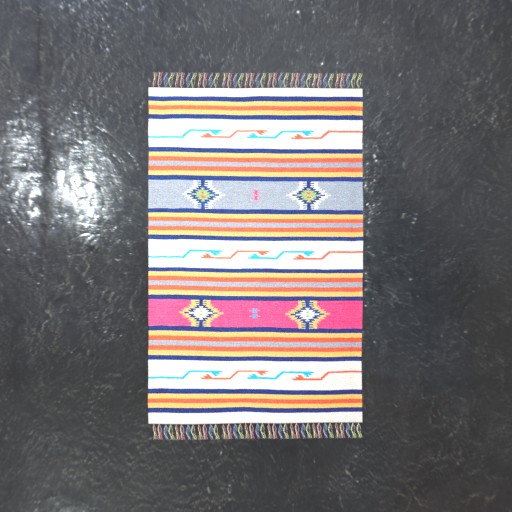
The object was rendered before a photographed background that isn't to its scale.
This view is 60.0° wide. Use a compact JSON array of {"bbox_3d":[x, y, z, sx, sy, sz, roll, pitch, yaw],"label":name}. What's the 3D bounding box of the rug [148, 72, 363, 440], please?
[{"bbox_3d":[0.000,0.000,2.230,1.084,0.013,1.849,0,90,-1],"label":"rug"}]
